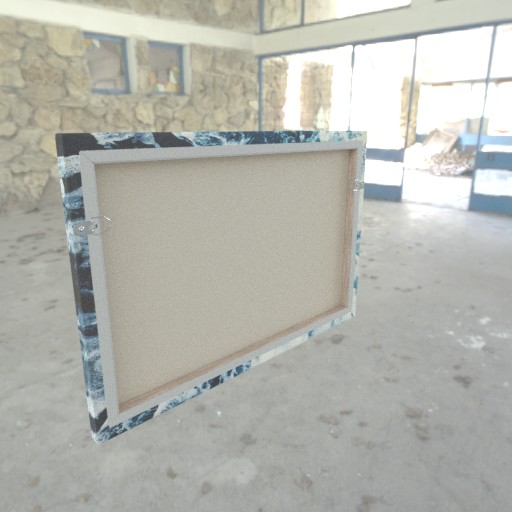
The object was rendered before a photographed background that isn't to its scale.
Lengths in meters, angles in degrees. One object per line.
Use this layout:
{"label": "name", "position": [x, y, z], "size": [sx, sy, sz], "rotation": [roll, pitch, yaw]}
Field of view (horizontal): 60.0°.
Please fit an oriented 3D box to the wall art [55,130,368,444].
{"label": "wall art", "position": [0.000, 0.000, 1.878], "size": [1.524, 1.017, 0.055], "rotation": [-15, 22, -42]}
